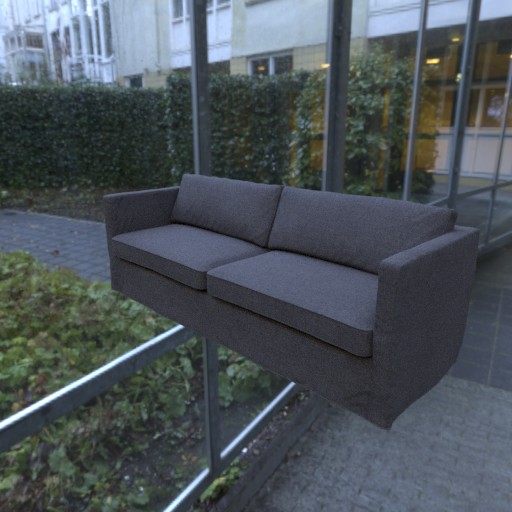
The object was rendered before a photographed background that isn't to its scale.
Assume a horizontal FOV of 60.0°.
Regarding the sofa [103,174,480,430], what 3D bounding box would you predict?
[{"bbox_3d":[0.000,0.000,3.290,2.779,0.998,1.036,16,23,42],"label":"sofa"}]
